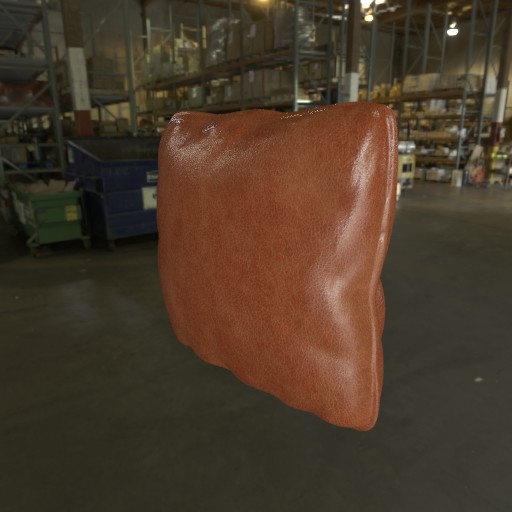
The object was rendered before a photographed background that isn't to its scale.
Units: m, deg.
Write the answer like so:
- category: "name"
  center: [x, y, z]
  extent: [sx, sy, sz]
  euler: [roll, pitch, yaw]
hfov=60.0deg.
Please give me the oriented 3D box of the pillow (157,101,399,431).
- category: "pillow"
  center: [0.000, 0.000, 0.820]
  extent: [0.532, 0.523, 0.236]
  euler: [15, 21, 43]
